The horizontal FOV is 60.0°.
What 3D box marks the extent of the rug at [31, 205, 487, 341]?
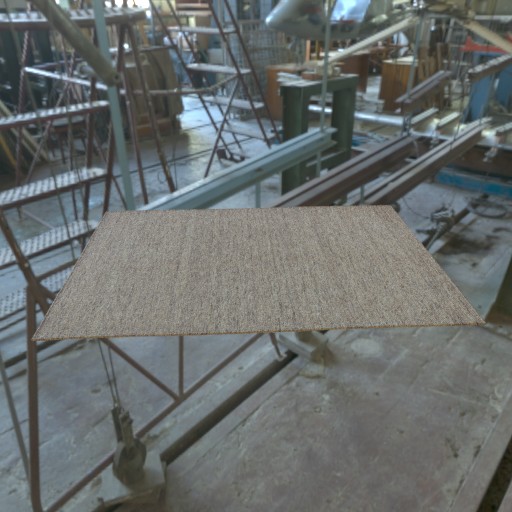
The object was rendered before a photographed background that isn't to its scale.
[{"bbox_3d":[0.000,0.000,2.886,2.283,0.013,1.547,-2,30,-3],"label":"rug"}]
